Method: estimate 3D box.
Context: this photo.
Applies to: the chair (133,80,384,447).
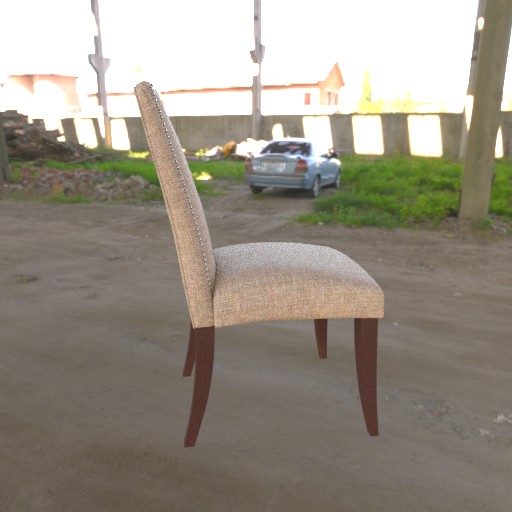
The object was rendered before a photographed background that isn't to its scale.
[{"bbox_3d":[0.000,0.000,1.389,0.660,1.016,0.513,-3,15,-9],"label":"chair"}]
